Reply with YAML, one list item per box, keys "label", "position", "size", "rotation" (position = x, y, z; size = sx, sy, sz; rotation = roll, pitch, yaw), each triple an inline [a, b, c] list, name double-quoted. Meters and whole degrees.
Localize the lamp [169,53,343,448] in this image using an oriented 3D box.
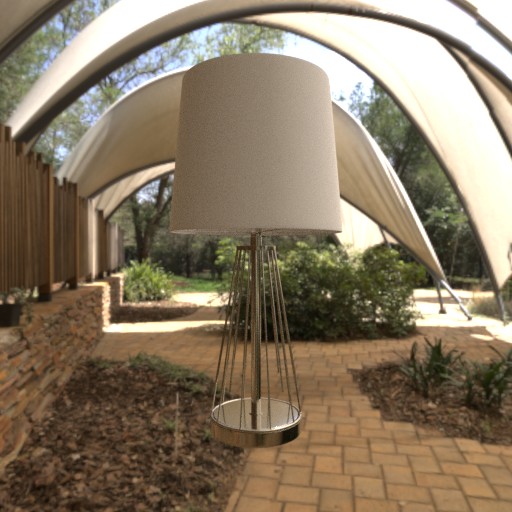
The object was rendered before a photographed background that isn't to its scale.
- label: "lamp"
  position: [0.000, 0.000, 0.790]
  size: [0.303, 0.618, 0.303]
  rotation: [0, 1, 0]
